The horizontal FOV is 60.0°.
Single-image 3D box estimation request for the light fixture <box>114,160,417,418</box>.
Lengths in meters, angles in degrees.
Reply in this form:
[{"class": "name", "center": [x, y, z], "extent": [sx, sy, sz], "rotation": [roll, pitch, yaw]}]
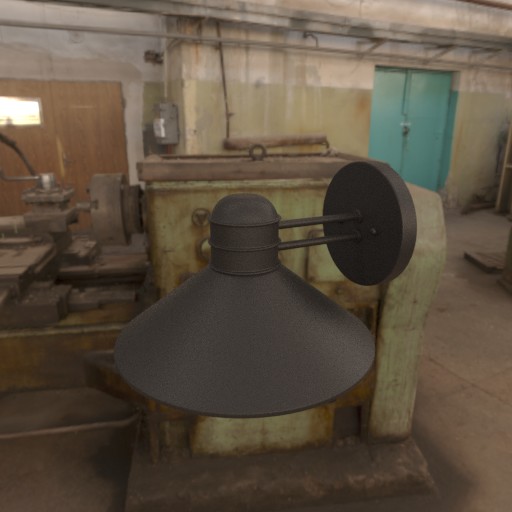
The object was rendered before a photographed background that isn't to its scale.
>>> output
[{"class": "light fixture", "center": [0.000, 0.000, 0.669], "extent": [0.434, 0.265, 0.396], "rotation": [-8, 19, -25]}]
